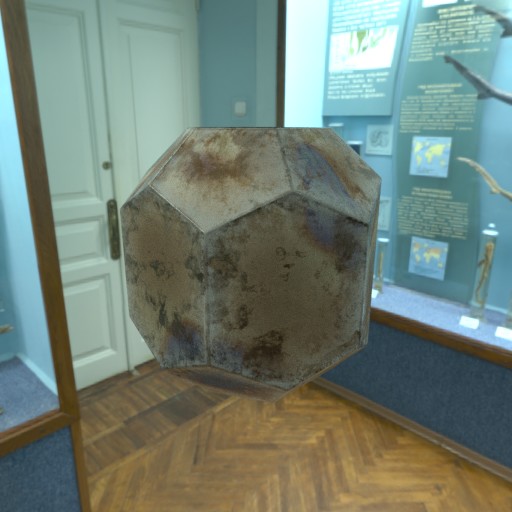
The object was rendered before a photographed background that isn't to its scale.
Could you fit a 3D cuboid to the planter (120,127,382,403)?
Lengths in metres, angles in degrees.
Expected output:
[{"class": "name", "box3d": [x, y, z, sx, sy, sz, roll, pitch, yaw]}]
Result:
[{"class": "planter", "box3d": [0.000, 0.000, 0.426, 0.221, 0.238, 0.243, -15, 22, -41]}]
